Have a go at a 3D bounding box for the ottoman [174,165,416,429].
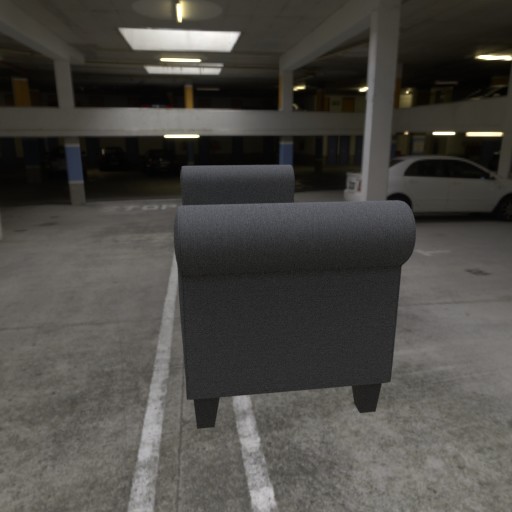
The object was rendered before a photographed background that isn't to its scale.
[{"bbox_3d":[0.000,0.000,1.562,0.521,0.547,1.256,-2,16,-8],"label":"ottoman"}]
